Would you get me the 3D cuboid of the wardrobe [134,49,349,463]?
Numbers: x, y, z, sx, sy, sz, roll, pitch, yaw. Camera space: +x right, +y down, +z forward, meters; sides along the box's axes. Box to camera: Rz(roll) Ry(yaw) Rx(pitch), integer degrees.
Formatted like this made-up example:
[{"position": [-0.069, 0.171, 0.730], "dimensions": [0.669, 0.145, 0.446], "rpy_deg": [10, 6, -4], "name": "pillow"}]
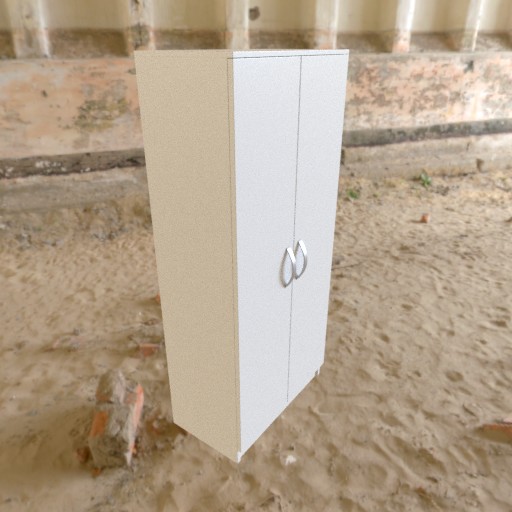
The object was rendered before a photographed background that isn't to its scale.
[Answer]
[{"position": [0.000, 0.000, 2.017], "dimensions": [0.470, 1.700, 0.760], "rpy_deg": [18, 31, 32], "name": "wardrobe"}]
